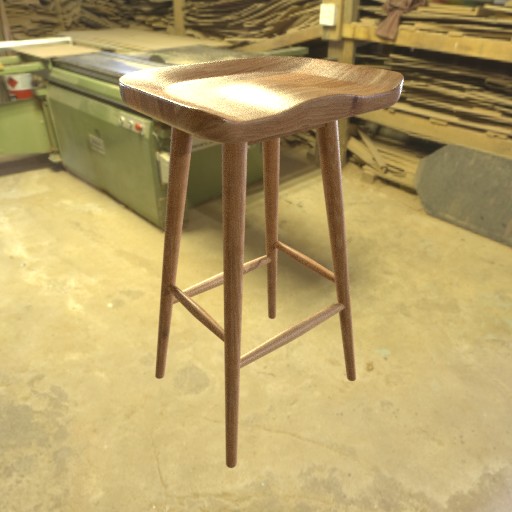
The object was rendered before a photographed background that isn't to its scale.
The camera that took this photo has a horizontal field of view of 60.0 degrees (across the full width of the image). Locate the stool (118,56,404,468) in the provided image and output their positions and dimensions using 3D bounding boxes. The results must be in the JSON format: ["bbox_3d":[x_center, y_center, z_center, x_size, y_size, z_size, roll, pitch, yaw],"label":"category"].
[{"bbox_3d":[0.000,0.000,0.908,0.407,0.698,0.322,-23,38,-32],"label":"stool"}]
